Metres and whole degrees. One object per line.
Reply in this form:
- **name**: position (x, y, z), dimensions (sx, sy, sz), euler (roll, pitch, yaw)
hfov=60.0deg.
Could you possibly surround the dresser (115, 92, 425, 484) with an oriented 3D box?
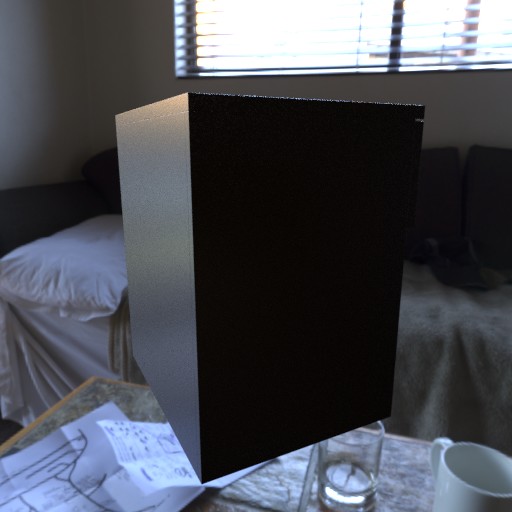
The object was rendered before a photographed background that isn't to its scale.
- **dresser**: position (0.000, 0.000, 0.756), dimensions (0.360, 0.470, 0.400), euler (-7, 16, -26)
